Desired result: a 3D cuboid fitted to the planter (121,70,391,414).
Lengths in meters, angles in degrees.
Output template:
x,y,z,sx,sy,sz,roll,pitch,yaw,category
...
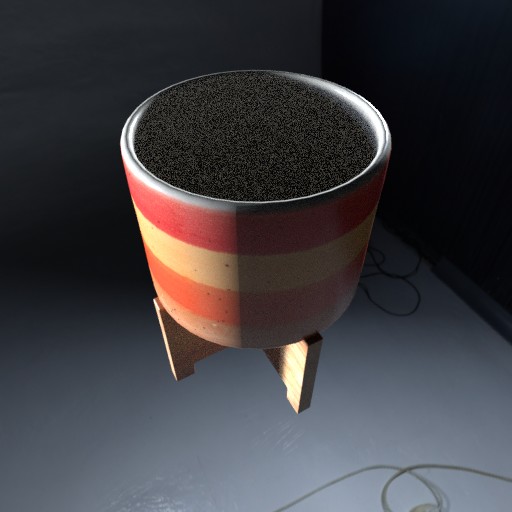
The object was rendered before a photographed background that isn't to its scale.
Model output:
x,y,z,sx,sy,sz,roll,pitch,yaw,category
0.000,0.000,0.411,0.199,0.268,0.199,0,45,0,planter
